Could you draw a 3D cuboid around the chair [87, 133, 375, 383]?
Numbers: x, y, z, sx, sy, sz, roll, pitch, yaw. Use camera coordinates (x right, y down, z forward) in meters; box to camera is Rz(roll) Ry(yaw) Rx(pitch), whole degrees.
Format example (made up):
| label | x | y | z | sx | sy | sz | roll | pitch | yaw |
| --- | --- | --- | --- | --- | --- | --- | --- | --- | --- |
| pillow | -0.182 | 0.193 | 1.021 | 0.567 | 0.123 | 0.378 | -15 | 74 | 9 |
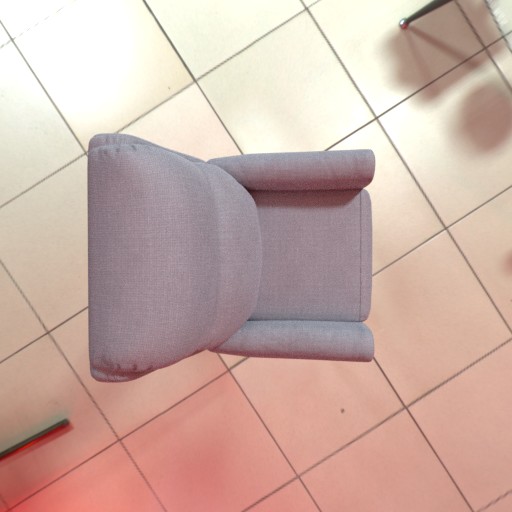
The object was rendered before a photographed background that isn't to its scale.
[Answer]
| label | x | y | z | sx | sy | sz | roll | pitch | yaw |
| --- | --- | --- | --- | --- | --- | --- | --- | --- | --- |
| chair | 0.000 | 0.000 | 1.768 | 1.014 | 1.054 | 0.838 | 0 | 91 | -1 |
